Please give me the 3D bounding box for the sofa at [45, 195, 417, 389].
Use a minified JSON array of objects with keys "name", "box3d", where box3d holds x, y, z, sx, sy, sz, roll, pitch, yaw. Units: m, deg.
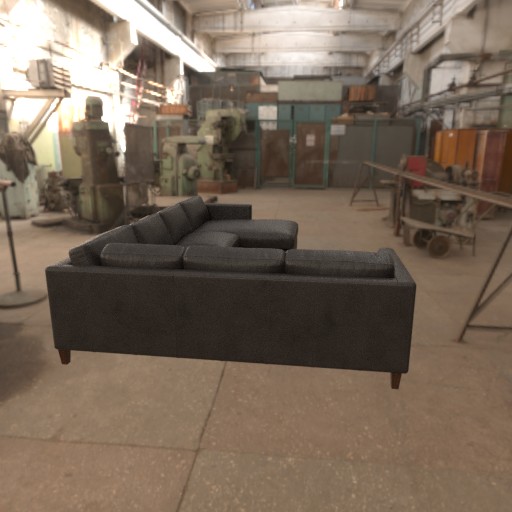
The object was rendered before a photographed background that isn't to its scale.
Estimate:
[{"name":"sofa","box3d":[0.000,0.000,4.509,2.452,0.891,3.324,2,15,8]}]
